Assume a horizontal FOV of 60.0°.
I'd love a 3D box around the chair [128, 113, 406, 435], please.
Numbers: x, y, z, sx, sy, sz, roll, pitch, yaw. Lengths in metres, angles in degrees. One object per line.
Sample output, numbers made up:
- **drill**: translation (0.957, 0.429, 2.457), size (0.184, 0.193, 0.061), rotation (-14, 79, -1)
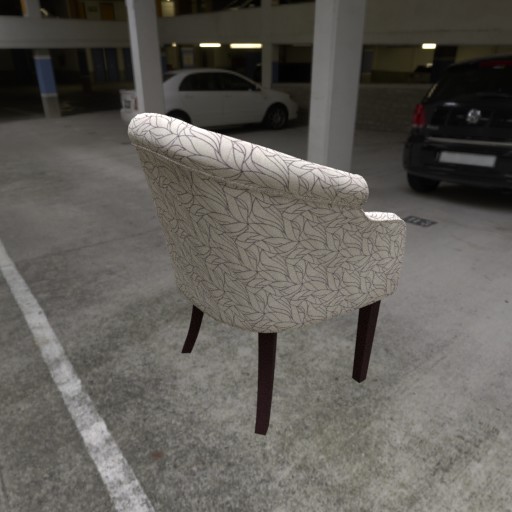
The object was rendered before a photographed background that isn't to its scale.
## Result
- **chair**: translation (0.000, 0.000, 1.338), size (0.613, 0.858, 0.686), rotation (-18, 31, -32)
